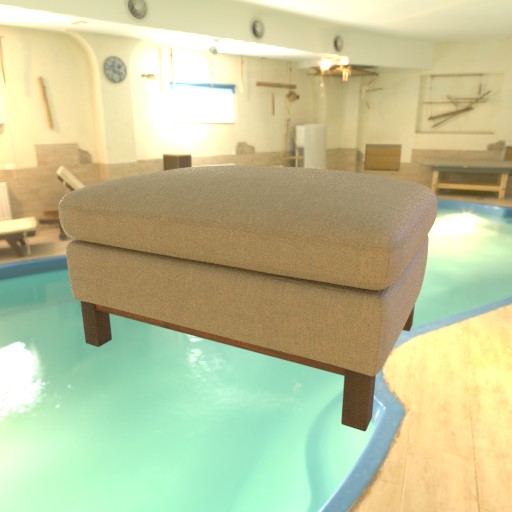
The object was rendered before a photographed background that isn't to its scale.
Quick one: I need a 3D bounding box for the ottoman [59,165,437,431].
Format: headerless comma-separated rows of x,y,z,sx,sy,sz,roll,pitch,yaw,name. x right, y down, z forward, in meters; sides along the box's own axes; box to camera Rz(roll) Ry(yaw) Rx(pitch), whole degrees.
0.000,0.000,1.040,0.735,0.404,0.528,9,19,27,ottoman
